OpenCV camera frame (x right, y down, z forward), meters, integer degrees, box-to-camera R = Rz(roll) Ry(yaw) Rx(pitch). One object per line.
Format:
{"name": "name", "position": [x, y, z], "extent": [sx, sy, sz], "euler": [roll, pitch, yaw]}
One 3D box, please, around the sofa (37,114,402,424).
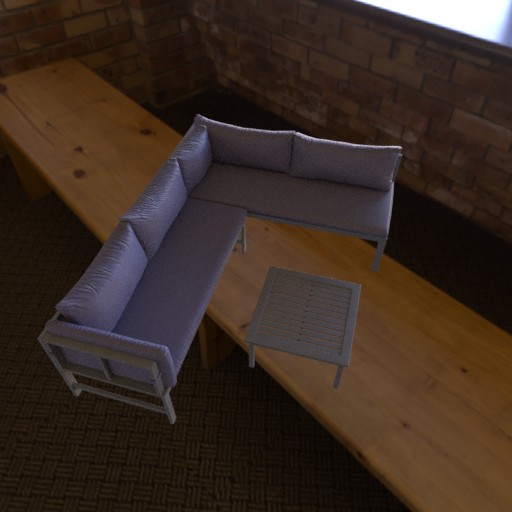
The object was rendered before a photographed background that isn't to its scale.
{"name": "sofa", "position": [0.000, 0.000, 2.929], "extent": [1.658, 0.762, 2.149], "euler": [12, 48, 11]}
